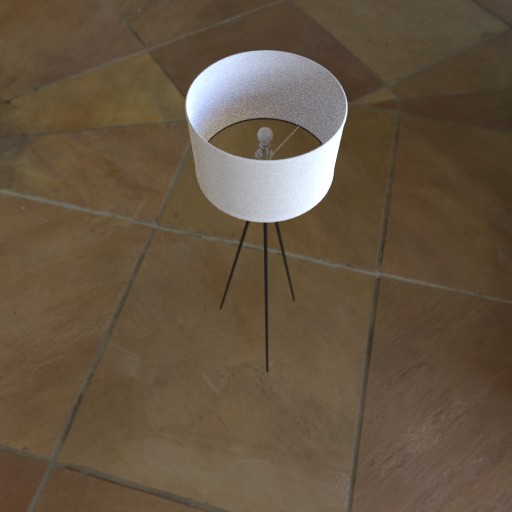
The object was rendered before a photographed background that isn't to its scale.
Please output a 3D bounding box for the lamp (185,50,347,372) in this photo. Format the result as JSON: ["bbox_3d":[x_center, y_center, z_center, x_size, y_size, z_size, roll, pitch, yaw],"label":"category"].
[{"bbox_3d":[0.000,0.000,1.781,0.458,1.545,0.448,15,61,9],"label":"lamp"}]
